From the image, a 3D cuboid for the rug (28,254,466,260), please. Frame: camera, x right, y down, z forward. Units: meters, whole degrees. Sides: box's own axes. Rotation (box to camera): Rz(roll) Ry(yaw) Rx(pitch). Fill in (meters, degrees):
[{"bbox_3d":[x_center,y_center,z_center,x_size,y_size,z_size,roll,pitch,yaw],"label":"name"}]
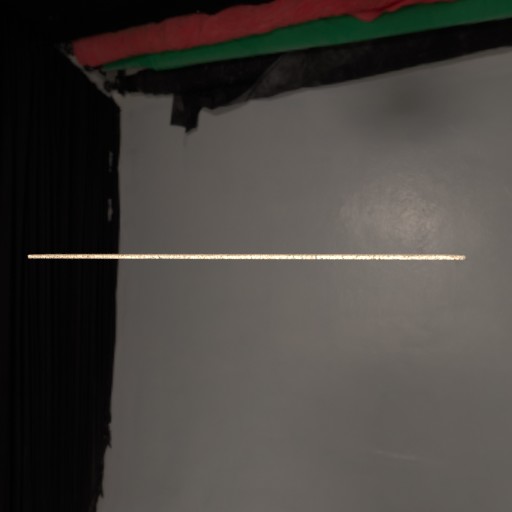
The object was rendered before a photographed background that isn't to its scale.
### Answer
[{"bbox_3d":[0.000,0.000,3.059,2.469,0.024,1.539,0,0,18],"label":"rug"}]
